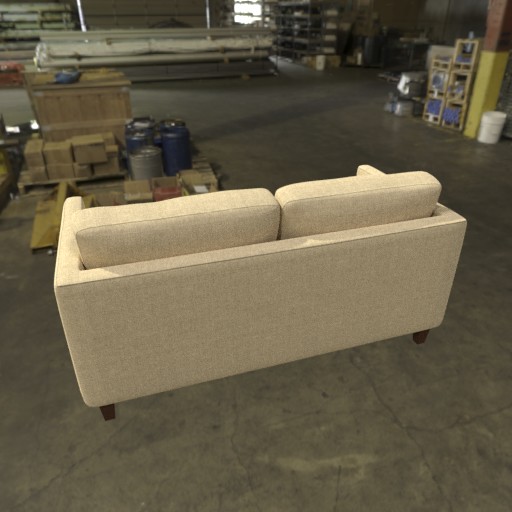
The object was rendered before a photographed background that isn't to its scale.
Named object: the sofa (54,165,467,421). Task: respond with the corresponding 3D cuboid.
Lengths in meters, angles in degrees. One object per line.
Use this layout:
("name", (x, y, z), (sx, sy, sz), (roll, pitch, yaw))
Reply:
("sofa", (0.000, 0.000, 2.384), (1.884, 0.963, 0.950), (-9, 30, -16))
